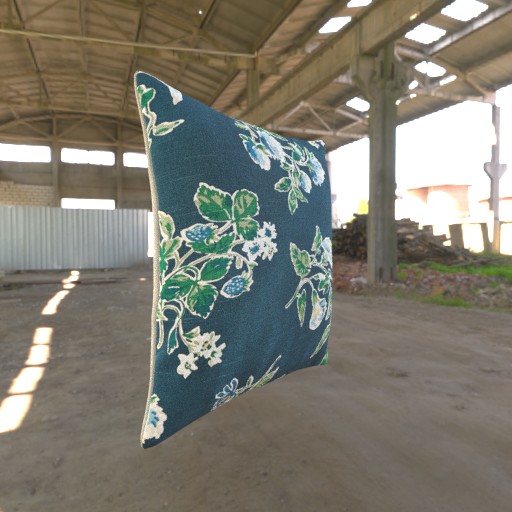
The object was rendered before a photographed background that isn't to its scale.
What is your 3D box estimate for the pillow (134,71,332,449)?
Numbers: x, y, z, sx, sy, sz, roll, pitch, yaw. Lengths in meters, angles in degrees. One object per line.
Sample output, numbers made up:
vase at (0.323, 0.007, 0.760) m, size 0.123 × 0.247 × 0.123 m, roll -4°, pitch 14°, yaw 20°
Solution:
pillow at (0.000, 0.000, 0.800) m, size 0.166 × 0.508 × 0.525 m, roll 1°, pitch 2°, yaw 37°
